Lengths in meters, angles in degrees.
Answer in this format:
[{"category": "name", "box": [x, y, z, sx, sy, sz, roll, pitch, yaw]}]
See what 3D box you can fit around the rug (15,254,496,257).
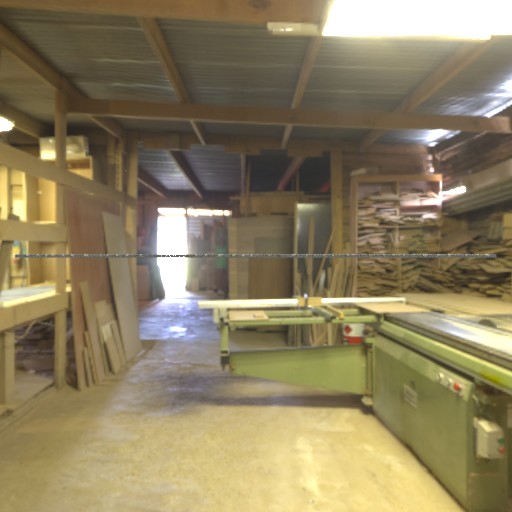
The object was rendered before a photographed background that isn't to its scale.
[{"category": "rug", "box": [0.000, 0.000, 2.742, 2.144, 0.015, 1.543, 0, 0, 1]}]
